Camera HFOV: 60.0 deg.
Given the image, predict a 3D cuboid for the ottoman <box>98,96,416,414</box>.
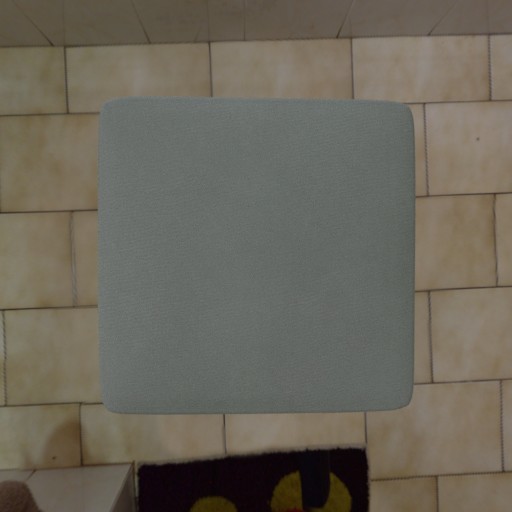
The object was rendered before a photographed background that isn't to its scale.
[{"bbox_3d":[0.000,0.000,1.324,0.843,0.441,0.842,0,91,-2],"label":"ottoman"}]
